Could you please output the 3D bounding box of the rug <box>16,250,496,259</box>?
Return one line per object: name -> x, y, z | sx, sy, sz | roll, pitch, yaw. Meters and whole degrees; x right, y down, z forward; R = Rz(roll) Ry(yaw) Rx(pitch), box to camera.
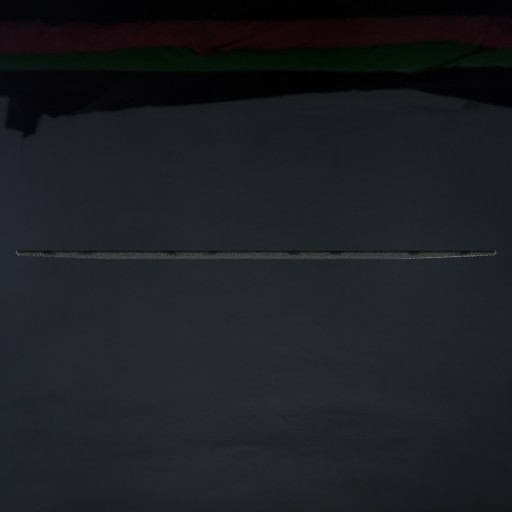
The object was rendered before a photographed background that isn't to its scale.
rug -> 0.000, 0.000, 2.903 | 2.348, 0.024, 1.501 | 0, -1, 0
